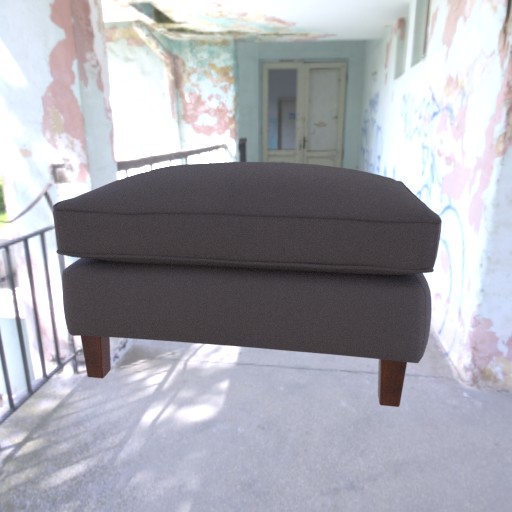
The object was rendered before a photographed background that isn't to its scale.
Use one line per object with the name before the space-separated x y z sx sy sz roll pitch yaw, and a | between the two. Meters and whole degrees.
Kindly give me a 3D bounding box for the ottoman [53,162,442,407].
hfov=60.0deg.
ottoman | 0.000 0.000 0.991 0.686 0.406 0.508 3 17 9
